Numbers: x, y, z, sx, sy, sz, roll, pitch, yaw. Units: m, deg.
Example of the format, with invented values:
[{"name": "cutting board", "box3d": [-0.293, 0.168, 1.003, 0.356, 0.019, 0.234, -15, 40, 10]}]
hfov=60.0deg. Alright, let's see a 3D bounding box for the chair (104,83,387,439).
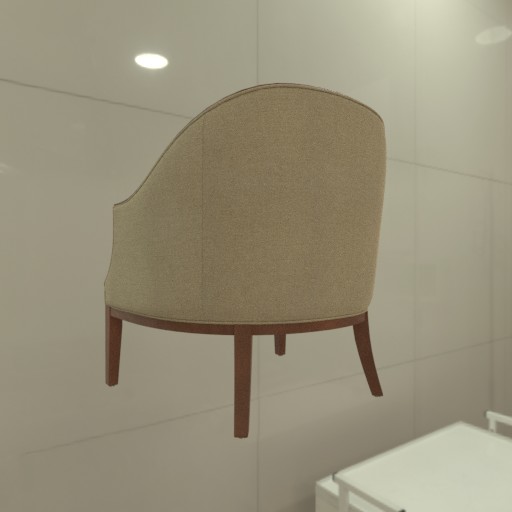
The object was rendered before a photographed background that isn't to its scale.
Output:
[{"name": "chair", "box3d": [0.000, 0.000, 1.459, 0.803, 0.876, 0.735, 0, 0, -37]}]
